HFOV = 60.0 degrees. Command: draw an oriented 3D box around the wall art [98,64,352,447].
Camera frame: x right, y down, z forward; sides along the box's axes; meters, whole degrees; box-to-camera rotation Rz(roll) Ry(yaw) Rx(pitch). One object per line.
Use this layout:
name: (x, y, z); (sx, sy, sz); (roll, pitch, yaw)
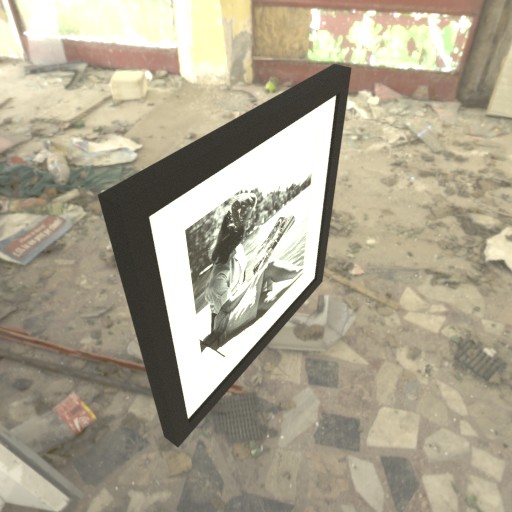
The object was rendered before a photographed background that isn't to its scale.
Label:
wall art: (0.000, 0.000, 0.697); (0.030, 0.458, 0.462); (25, 47, 26)
